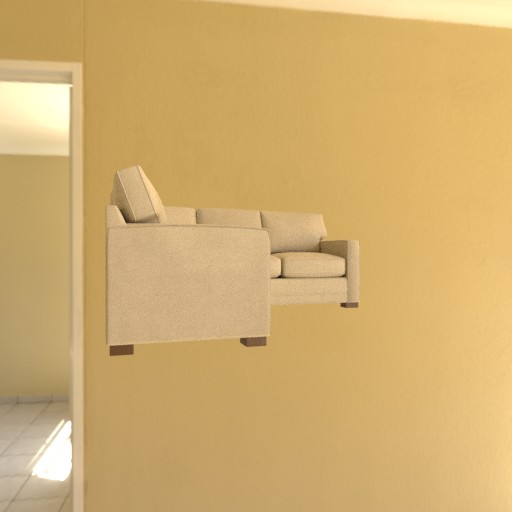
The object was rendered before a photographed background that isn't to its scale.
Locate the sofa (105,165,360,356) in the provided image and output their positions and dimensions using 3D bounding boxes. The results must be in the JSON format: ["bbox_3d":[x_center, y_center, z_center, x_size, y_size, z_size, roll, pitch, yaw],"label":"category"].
[{"bbox_3d":[0.000,0.000,3.425,2.189,0.939,2.182,0,0,-18],"label":"sofa"}]
